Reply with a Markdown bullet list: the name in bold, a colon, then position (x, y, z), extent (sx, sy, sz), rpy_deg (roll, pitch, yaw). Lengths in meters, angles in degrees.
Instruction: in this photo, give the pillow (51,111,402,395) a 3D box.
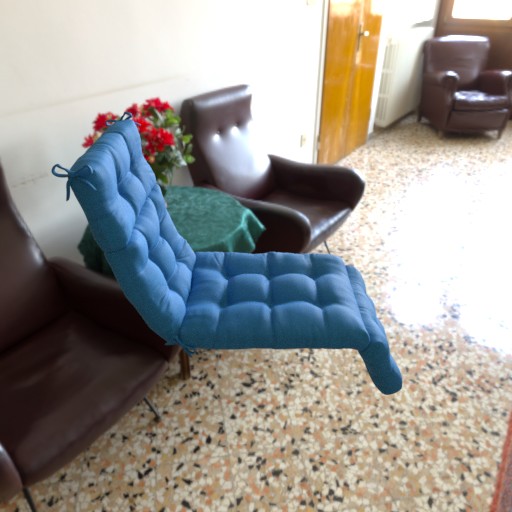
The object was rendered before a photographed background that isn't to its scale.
- **pillow**: position (0.000, 0.000, 1.517), extent (1.016, 0.863, 0.526), rpy_deg (0, 32, -1)
